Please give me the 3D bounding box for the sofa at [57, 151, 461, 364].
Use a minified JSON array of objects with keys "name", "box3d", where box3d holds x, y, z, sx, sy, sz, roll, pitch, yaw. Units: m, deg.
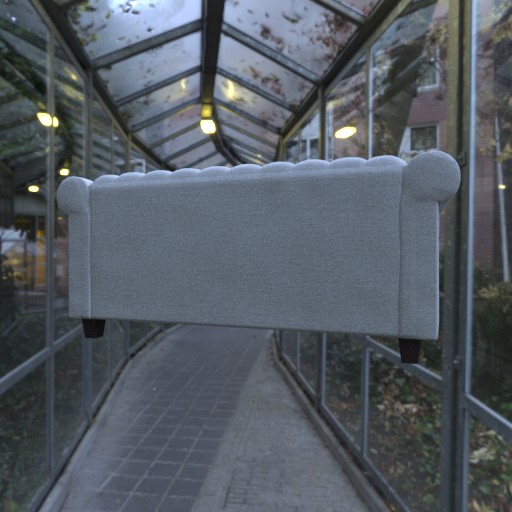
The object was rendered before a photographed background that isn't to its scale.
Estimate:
[{"name":"sofa","box3d":[0.000,0.000,2.220,1.798,0.797,0.783,0,1,20]}]
